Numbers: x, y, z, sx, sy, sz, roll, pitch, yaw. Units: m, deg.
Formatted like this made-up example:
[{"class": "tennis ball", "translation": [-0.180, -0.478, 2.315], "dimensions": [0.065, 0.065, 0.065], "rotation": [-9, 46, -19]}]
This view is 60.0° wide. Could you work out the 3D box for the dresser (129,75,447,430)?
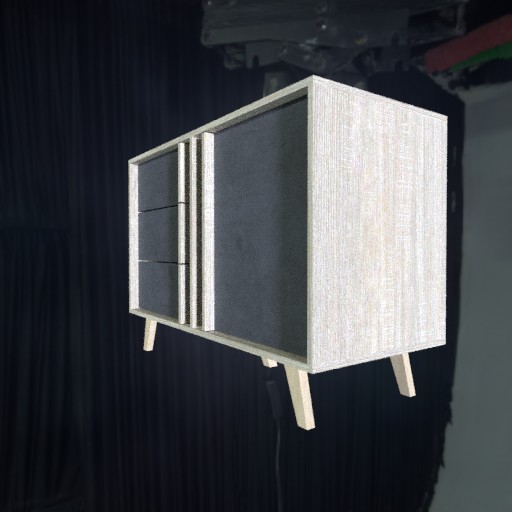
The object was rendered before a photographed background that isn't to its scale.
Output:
[{"class": "dresser", "translation": [0.000, 0.000, 1.532], "dimensions": [0.500, 0.780, 1.110], "rotation": [-1, 1, -36]}]
